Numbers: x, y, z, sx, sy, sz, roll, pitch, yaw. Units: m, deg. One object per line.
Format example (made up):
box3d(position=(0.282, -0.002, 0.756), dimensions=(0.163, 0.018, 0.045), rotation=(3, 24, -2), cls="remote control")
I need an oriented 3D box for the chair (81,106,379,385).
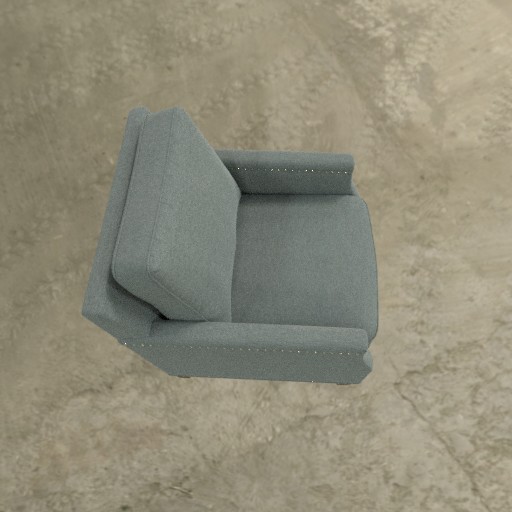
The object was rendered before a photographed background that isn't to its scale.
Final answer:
box3d(position=(0.000, 0.000, 1.870), dimensions=(1.031, 1.031, 0.885), rotation=(2, 62, 1), cls="chair")
